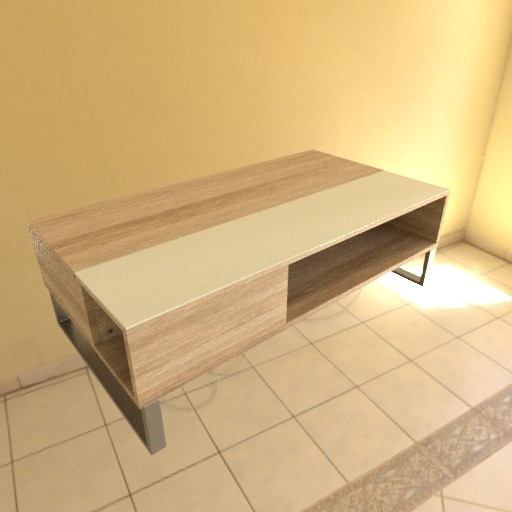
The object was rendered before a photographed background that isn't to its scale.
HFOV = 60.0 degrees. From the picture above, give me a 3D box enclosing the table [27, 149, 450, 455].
[{"bbox_3d":[0.000,0.000,1.378,1.100,0.350,0.600,-22,36,-34],"label":"table"}]
